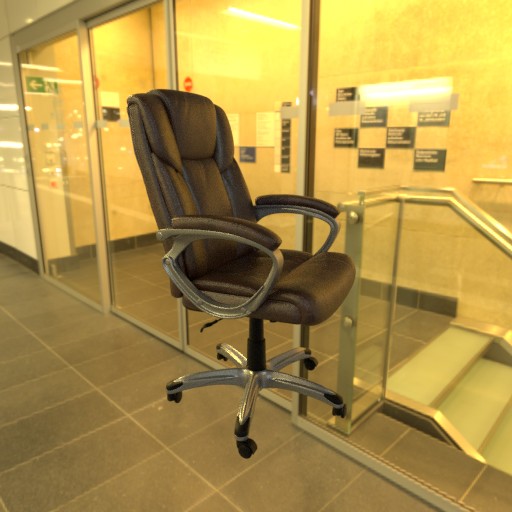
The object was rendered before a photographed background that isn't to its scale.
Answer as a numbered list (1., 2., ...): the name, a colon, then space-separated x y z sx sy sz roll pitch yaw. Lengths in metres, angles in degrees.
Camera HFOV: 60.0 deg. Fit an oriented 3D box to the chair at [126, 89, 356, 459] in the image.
1. chair: 0.000 0.000 1.573 0.692 1.128 0.656 7 16 25
